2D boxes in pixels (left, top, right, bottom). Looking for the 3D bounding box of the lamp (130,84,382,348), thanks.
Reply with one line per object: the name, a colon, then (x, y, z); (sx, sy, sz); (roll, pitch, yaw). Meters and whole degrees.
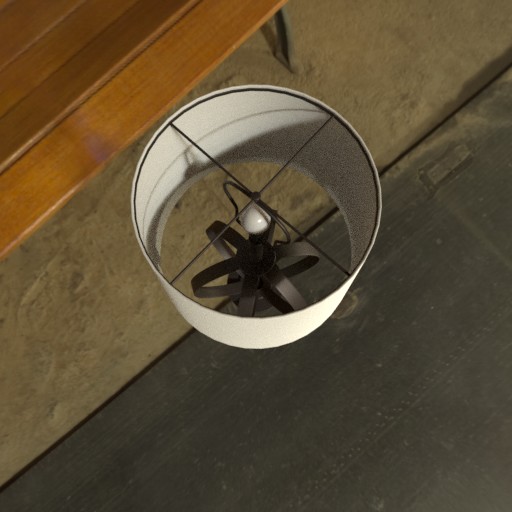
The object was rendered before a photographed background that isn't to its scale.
lamp: (0.000, 0.000, 0.691); (0.286, 0.510, 0.286); (0, 76, 0)
